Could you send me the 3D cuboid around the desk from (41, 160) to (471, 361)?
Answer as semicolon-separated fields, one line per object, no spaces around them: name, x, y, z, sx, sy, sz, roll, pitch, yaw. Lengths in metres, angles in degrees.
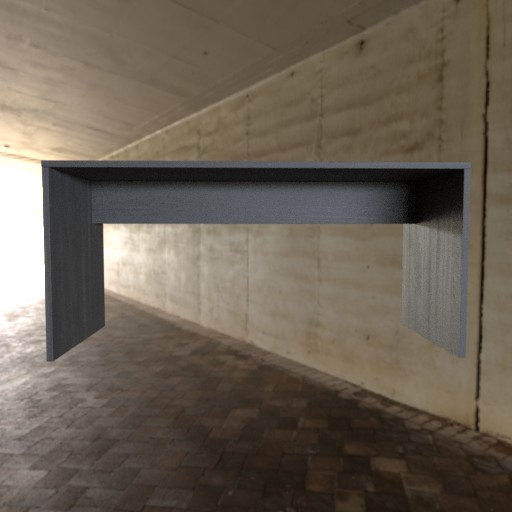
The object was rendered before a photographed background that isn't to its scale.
desk;0.000;0.000;2.068;1.600;0.750;0.802;0;3;-2
